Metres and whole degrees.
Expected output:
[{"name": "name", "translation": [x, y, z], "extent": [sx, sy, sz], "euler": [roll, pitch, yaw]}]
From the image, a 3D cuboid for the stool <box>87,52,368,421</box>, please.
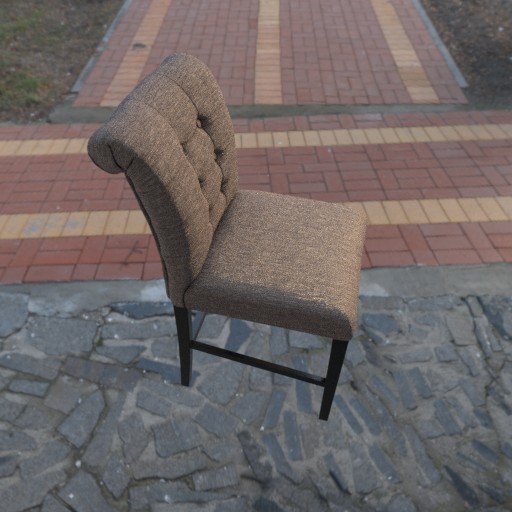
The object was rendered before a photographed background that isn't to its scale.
[{"name": "stool", "translation": [0.000, 0.000, 1.298], "extent": [0.611, 0.970, 0.457], "euler": [10, 47, 10]}]
